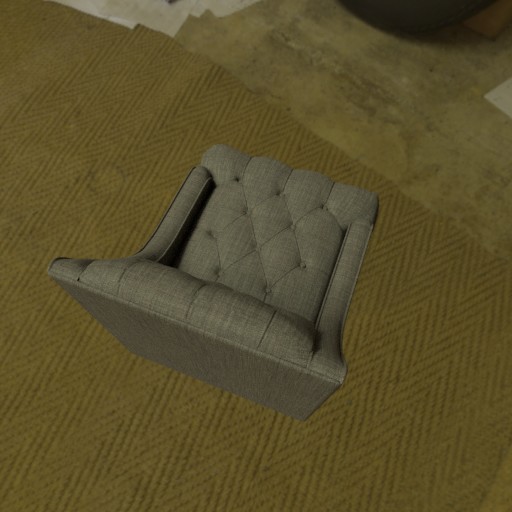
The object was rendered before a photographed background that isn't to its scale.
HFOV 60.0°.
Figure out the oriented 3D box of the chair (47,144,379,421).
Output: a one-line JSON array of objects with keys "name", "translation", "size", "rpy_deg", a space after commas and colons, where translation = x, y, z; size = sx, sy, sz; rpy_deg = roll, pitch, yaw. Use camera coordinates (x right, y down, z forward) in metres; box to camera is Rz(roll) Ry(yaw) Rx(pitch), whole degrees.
[{"name": "chair", "translation": [0.000, 0.000, 1.395], "size": [0.655, 0.891, 0.771], "rpy_deg": [19, 66, 9]}]
